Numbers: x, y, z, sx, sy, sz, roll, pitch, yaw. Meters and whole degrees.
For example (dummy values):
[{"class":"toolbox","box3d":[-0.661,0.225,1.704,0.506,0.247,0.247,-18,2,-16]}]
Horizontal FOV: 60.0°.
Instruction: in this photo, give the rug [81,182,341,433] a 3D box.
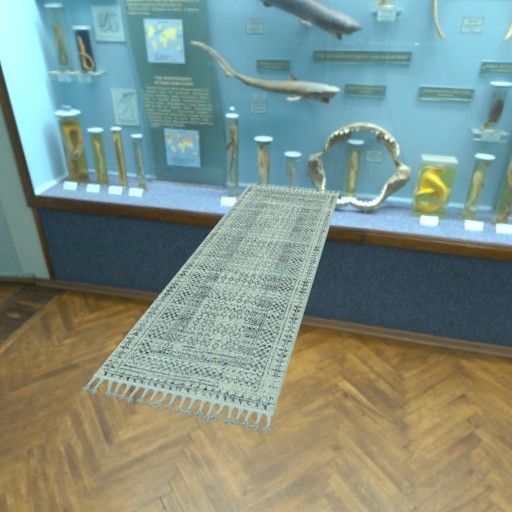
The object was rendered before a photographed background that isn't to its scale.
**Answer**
[{"class":"rug","box3d":[0.000,0.000,2.705,0.786,0.013,2.480,8,30,13]}]
